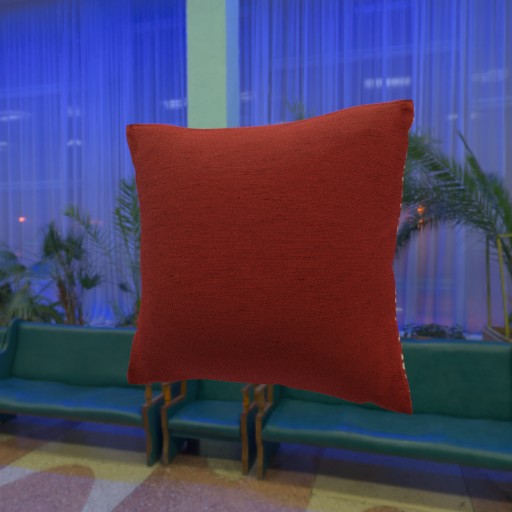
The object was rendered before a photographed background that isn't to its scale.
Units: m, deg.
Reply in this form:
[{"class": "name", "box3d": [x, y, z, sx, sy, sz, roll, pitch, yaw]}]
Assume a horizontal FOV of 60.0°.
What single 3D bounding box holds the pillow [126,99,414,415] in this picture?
[{"class": "pillow", "box3d": [0.000, 0.000, 0.652, 0.438, 0.419, 0.162, 1, 2, 18]}]
